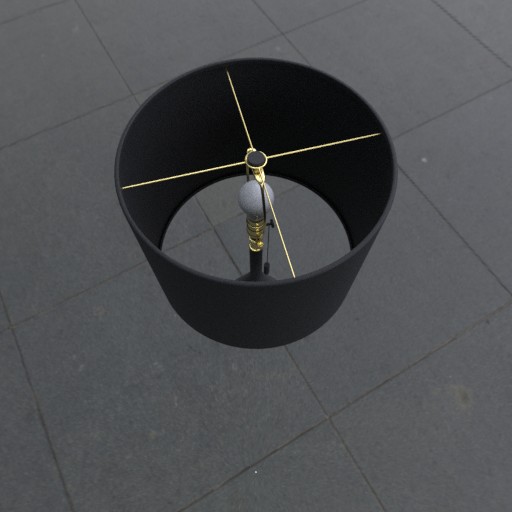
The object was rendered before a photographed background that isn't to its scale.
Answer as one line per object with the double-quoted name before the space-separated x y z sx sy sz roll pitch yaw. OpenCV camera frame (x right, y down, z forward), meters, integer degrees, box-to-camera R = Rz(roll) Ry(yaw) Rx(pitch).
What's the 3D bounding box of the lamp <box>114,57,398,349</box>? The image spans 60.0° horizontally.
"lamp" 0.000 0.000 0.826 0.359 0.584 0.359 -13 65 -6
